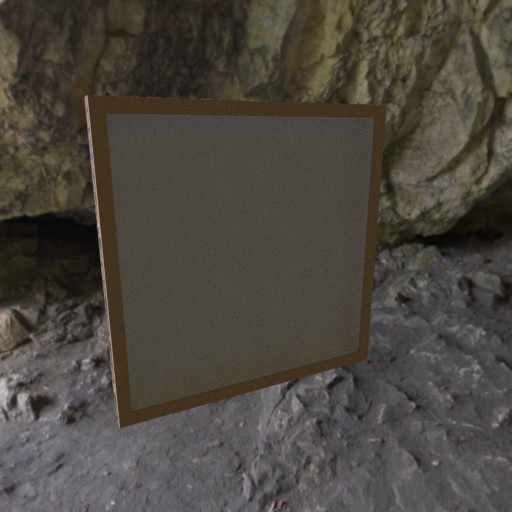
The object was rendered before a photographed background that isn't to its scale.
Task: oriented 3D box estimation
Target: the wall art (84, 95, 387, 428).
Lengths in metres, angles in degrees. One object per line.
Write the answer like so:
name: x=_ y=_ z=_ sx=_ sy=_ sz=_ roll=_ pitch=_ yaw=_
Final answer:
wall art: x=0.000 y=0.000 z=0.925 sx=0.612 sy=0.612 sz=0.038 roll=-8 pitch=17 yaw=-25
